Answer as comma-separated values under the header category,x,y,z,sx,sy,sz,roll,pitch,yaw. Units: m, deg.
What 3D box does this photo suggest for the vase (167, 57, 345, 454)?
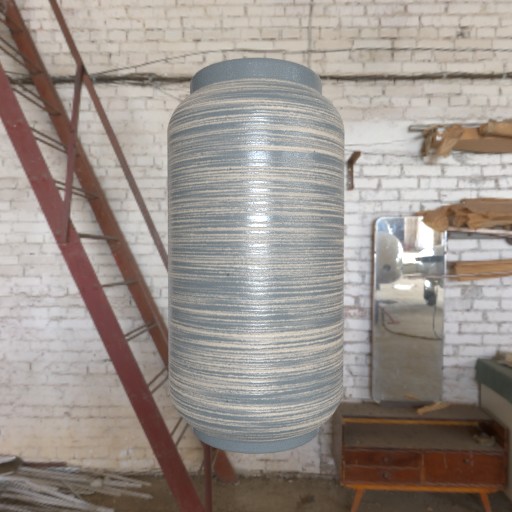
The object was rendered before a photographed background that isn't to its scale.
category,x,y,z,sx,sy,sz,roll,pitch,yaw
vase,0.000,0.000,0.298,0.116,0.230,0.116,0,2,0
